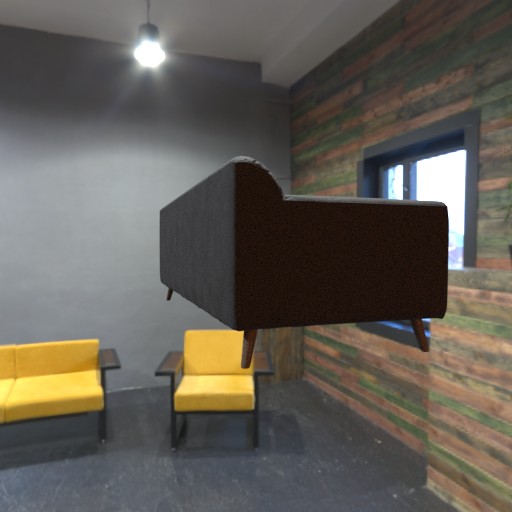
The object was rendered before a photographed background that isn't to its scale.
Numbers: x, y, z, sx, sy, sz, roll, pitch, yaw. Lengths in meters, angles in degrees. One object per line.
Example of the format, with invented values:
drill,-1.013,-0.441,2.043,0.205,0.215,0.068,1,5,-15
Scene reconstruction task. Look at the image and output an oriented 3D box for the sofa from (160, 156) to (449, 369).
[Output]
sofa,0.000,0.000,2.642,0.900,0.740,2.190,0,1,-19
